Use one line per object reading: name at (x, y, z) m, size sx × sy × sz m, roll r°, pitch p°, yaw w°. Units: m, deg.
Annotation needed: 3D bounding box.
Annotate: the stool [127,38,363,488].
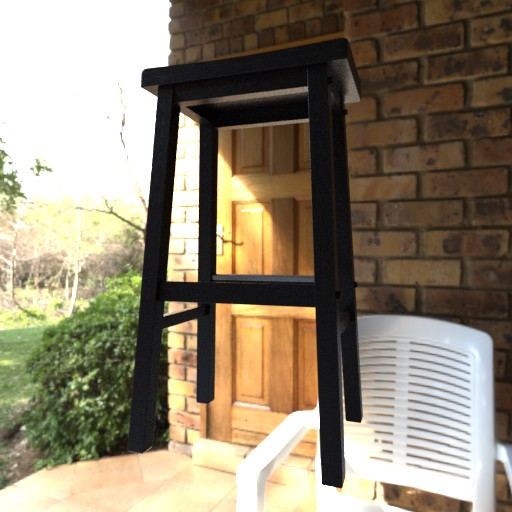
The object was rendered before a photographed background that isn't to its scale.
stool at (0.000, 0.000, 0.923) m, size 0.406 × 0.742 × 0.322 m, roll 0°, pitch 1°, yaw 19°
